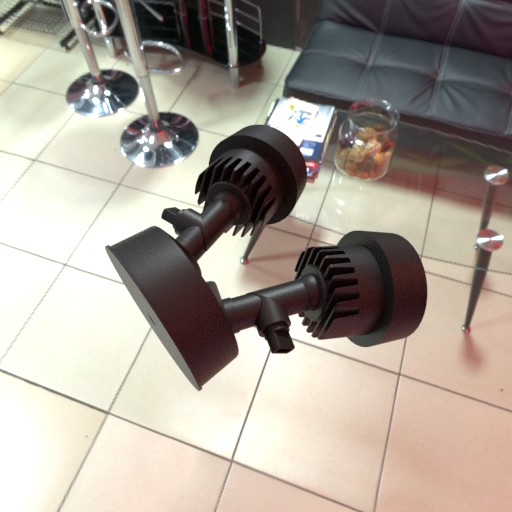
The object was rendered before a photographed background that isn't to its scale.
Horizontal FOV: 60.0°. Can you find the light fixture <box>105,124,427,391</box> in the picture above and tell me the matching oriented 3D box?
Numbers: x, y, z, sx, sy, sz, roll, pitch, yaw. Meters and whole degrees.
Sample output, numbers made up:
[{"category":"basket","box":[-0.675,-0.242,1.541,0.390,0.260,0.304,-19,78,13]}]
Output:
[{"category":"light fixture","box":[0.000,0.000,0.314,0.168,0.120,0.213,-33,64,-19]}]
